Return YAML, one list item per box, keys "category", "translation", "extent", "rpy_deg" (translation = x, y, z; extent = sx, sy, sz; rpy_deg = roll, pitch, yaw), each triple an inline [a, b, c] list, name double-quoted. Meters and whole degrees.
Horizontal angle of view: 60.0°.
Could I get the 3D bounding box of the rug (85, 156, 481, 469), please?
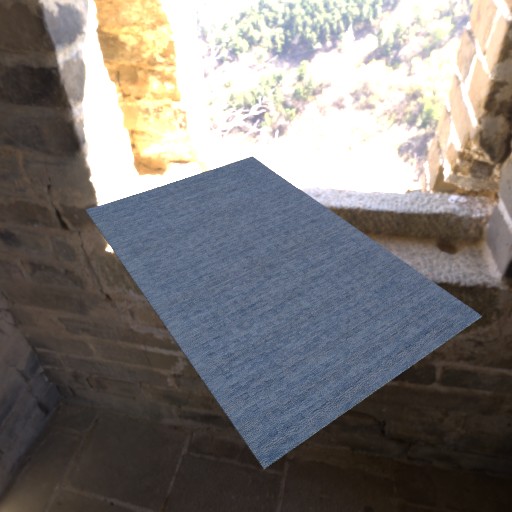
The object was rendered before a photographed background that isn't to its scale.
- category: "rug"
  translation: [0.000, 0.000, 2.203]
  extent: [1.142, 0.006, 1.752]
  rpy_deg: [-24, 46, -26]
